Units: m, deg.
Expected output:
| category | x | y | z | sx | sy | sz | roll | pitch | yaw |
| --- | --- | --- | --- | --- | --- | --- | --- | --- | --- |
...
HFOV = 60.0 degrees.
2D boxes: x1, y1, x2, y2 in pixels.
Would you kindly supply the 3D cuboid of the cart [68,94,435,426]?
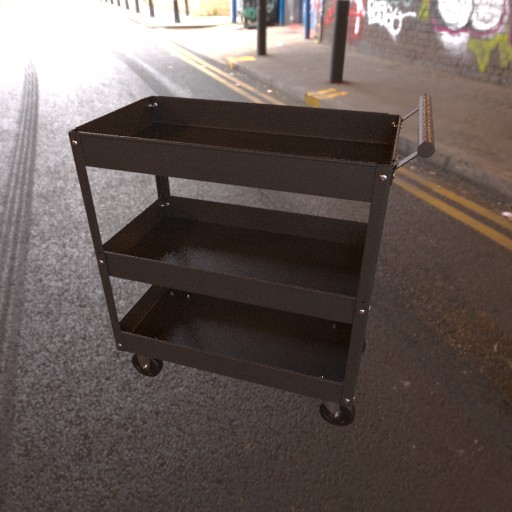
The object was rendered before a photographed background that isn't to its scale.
| category | x | y | z | sx | sy | sz | roll | pitch | yaw |
| --- | --- | --- | --- | --- | --- | --- | --- | --- | --- |
| cart | 0.000 | 0.000 | 1.151 | 0.719 | 0.780 | 0.366 | 10 | 33 | 15 |
